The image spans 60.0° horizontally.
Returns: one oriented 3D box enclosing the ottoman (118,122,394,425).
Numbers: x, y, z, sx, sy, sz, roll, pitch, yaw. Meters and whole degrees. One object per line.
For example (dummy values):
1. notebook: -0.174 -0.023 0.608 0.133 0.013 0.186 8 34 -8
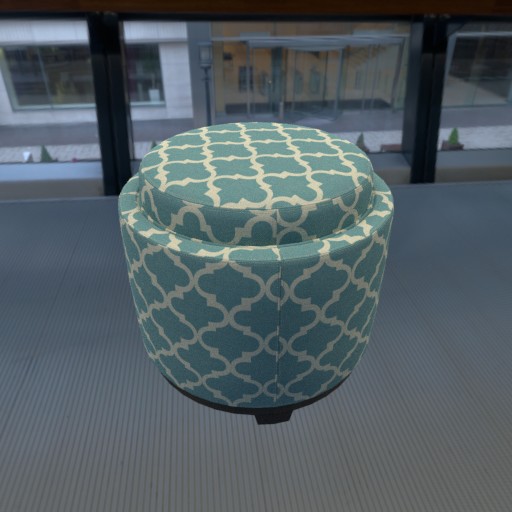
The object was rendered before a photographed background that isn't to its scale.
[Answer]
1. ottoman: 0.000 0.000 0.860 0.480 0.429 0.480 0 33 0
